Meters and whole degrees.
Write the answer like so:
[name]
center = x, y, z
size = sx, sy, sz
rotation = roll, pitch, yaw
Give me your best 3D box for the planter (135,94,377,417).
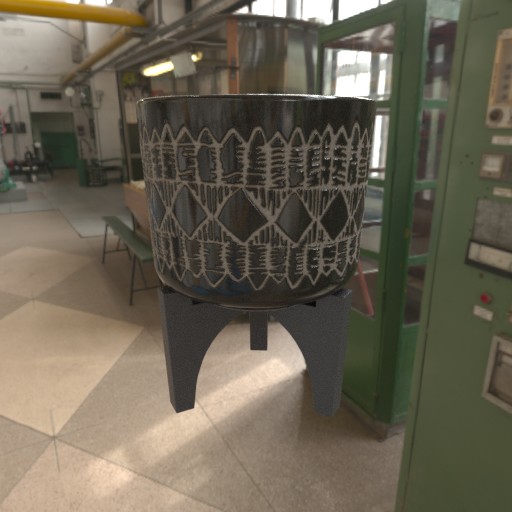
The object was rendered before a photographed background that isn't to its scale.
[planter]
center = 0.000, 0.000, 0.269
size = 0.129, 0.177, 0.129
rotation = 0, 16, 0
